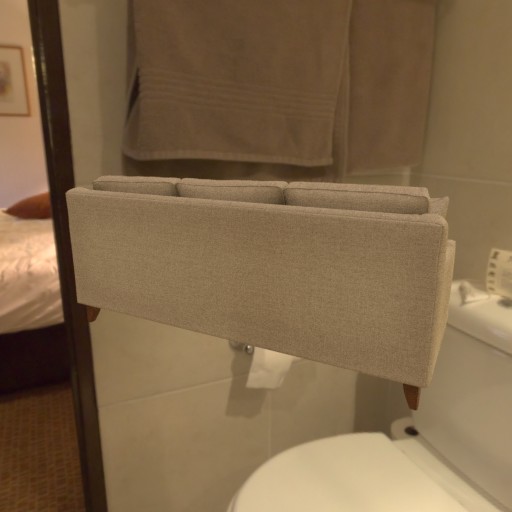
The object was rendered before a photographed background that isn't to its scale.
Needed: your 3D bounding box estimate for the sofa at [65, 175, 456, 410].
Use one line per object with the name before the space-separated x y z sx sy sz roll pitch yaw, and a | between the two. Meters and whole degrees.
sofa | 0.000 0.000 2.509 2.031 0.914 0.865 8 17 27
